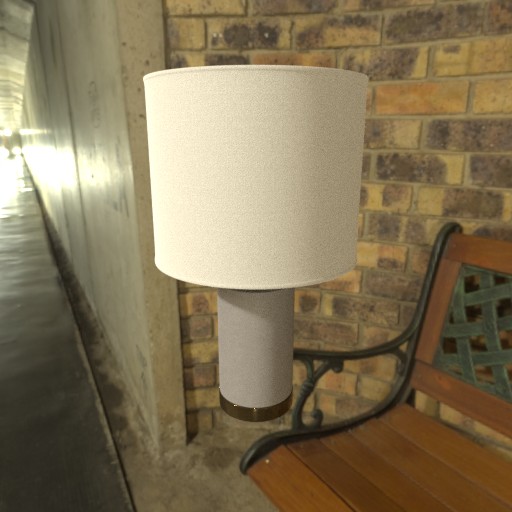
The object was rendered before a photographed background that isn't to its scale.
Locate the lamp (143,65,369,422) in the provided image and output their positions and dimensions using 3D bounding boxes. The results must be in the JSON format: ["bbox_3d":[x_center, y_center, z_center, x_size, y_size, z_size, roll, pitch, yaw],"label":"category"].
[{"bbox_3d":[0.000,0.000,0.514,0.229,0.380,0.229,0,16,0],"label":"lamp"}]
